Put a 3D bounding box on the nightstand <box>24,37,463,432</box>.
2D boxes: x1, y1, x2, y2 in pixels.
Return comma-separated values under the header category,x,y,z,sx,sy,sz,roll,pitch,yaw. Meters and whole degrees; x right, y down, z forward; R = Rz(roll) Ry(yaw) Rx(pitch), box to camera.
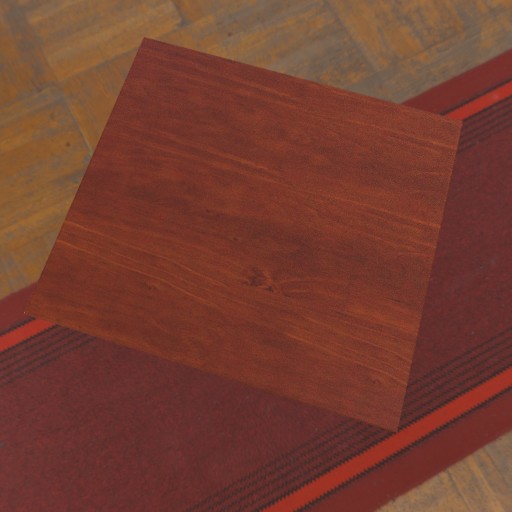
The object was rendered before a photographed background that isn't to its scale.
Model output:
category,x,y,z,sx,sy,sz,roll,pitch,yaw
nightstand,0.000,0.000,0.956,0.558,0.558,0.501,16,76,4
